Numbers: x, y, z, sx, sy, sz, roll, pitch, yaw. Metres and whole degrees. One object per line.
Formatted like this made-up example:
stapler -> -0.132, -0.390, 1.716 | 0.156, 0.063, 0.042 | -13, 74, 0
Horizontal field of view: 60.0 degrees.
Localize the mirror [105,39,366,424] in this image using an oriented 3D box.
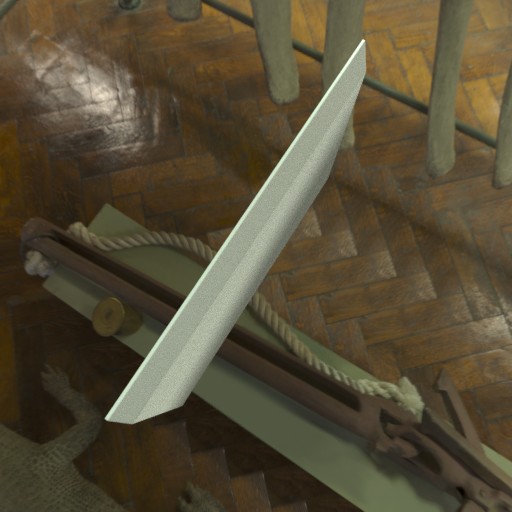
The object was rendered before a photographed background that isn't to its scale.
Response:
mirror -> 0.000, 0.000, 1.114 | 0.030, 0.630, 0.870 | 31, 77, 8
